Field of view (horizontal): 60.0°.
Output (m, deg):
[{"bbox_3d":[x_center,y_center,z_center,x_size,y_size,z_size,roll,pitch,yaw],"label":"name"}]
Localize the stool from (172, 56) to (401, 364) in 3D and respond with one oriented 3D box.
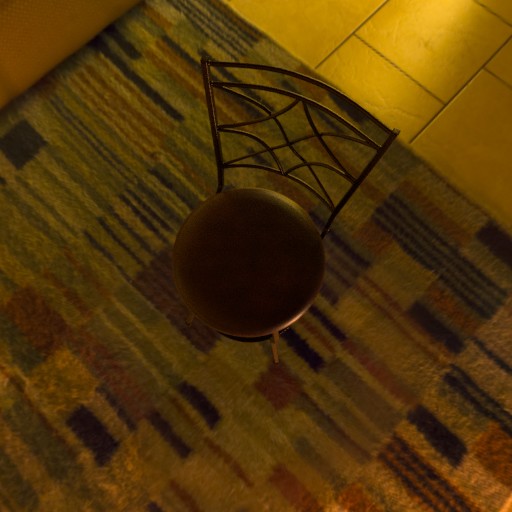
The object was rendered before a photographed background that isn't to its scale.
[{"bbox_3d":[0.000,0.000,1.388,0.434,1.117,0.534,23,77,6],"label":"stool"}]
